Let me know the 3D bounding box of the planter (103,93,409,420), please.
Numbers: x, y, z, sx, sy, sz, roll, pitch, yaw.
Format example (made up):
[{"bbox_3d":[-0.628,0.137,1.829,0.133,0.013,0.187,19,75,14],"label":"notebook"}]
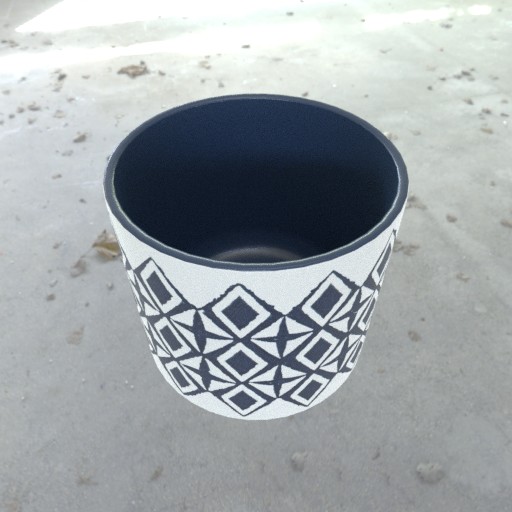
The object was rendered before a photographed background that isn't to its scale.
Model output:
[{"bbox_3d":[0.000,0.000,0.402,0.224,0.203,0.224,0,46,0],"label":"planter"}]
